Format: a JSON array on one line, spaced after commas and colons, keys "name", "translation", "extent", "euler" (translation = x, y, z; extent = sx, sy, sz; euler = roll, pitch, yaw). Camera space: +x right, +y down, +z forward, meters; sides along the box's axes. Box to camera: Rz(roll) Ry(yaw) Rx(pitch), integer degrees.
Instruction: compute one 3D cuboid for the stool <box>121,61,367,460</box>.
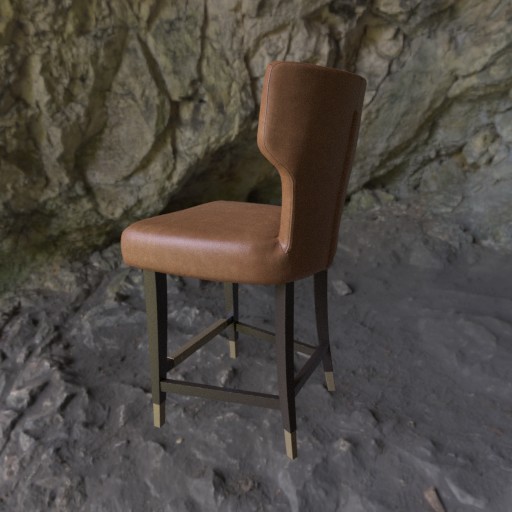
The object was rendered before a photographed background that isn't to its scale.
[{"name": "stool", "translation": [0.000, 0.000, 1.297], "extent": [0.563, 0.982, 0.526], "euler": [8, 17, 25]}]
